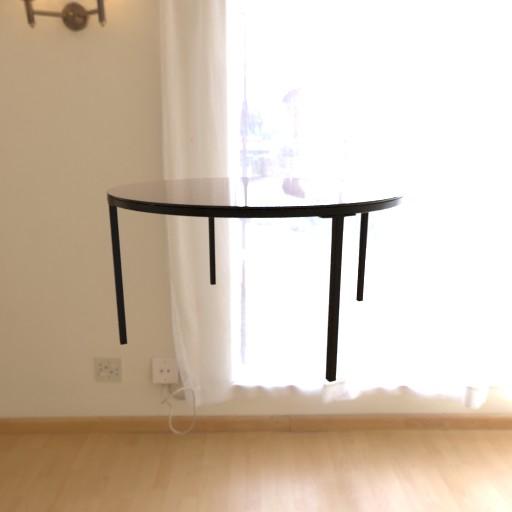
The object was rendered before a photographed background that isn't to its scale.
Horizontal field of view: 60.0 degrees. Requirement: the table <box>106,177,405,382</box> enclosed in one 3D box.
[{"bbox_3d":[0.000,0.000,1.295,0.800,0.400,0.800,0,14,0],"label":"table"}]
